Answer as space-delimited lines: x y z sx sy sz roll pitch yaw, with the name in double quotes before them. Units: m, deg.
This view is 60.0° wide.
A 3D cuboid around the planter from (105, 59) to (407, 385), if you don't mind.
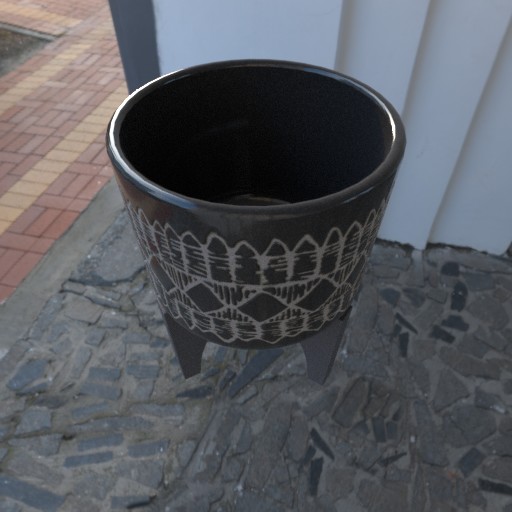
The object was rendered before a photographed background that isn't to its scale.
"planter" 0.000 0.000 0.389 0.196 0.264 0.196 25 51 22
